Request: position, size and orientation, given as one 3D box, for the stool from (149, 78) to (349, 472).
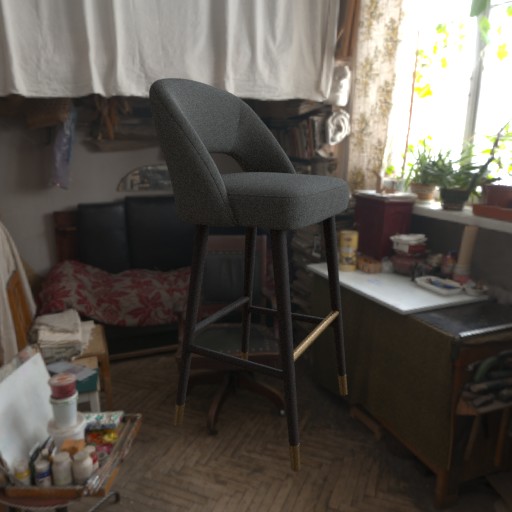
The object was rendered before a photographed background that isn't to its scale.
[{"bbox_3d":[0.000,0.000,1.426,0.524,1.089,0.536,8,17,28],"label":"stool"}]
